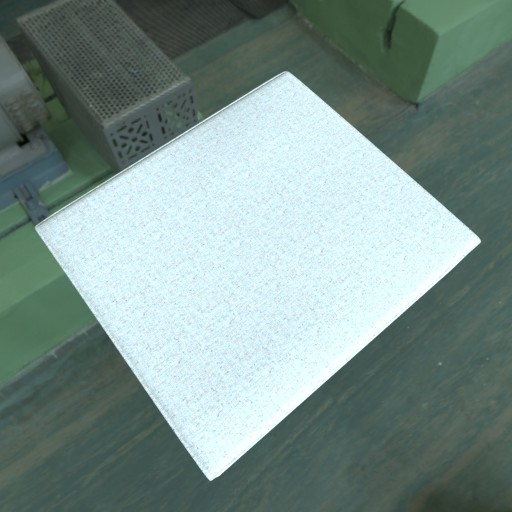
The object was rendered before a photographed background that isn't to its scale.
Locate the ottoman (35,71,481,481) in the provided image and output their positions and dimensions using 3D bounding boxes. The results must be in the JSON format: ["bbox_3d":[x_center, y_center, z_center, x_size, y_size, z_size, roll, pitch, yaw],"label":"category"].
[{"bbox_3d":[0.000,0.000,1.216,0.835,0.303,0.736,-37,71,-15],"label":"ottoman"}]
